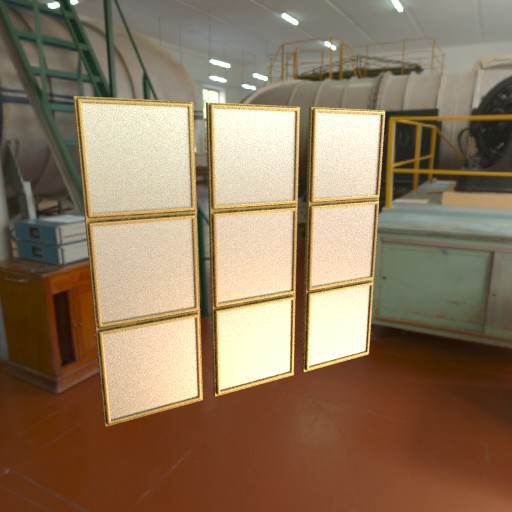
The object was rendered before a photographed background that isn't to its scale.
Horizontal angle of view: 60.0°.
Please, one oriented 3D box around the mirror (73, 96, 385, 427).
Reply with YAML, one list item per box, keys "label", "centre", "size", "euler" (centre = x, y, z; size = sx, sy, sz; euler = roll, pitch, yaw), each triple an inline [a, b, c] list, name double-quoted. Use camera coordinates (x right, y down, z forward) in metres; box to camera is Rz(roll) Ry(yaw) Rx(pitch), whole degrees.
- label: "mirror"
  centre: [0.000, 0.000, 1.428]
  size: [1.011, 0.926, 0.023]
  euler: [-7, 16, -27]
